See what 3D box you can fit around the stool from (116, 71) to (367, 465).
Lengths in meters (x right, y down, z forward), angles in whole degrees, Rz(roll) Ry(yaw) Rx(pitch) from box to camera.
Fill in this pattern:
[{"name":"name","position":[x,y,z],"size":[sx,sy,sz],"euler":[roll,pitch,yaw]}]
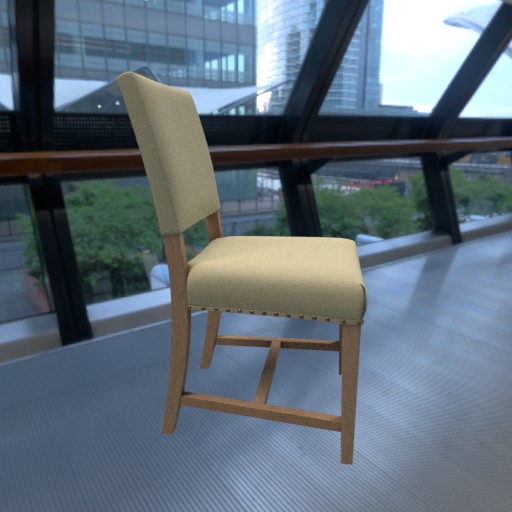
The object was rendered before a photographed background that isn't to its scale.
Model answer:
[{"name":"stool","position":[0.000,0.000,1.330],"size":[0.623,0.986,0.508],"euler":[2,15,9]}]
